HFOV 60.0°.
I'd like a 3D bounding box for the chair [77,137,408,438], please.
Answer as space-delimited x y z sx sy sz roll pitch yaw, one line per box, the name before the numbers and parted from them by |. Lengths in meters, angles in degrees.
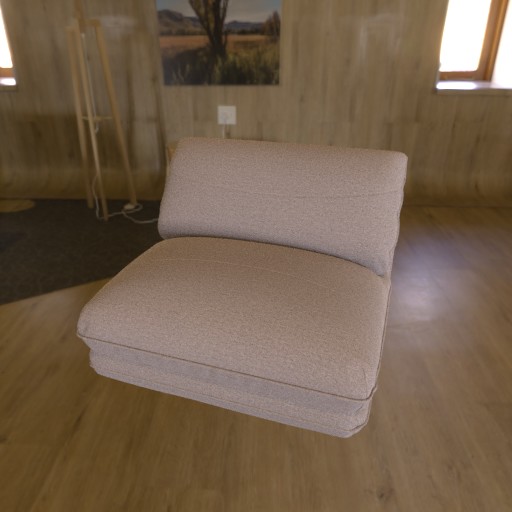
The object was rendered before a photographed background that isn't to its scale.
chair | 0.000 0.000 1.364 0.820 0.580 0.780 9 27 17
